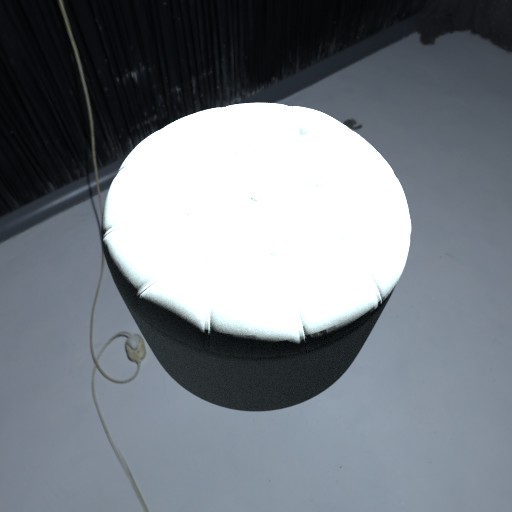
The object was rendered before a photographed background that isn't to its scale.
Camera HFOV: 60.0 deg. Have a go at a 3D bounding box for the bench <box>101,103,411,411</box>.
[{"bbox_3d":[0.000,0.000,1.012,0.600,0.453,0.600,0,57,0],"label":"bench"}]
